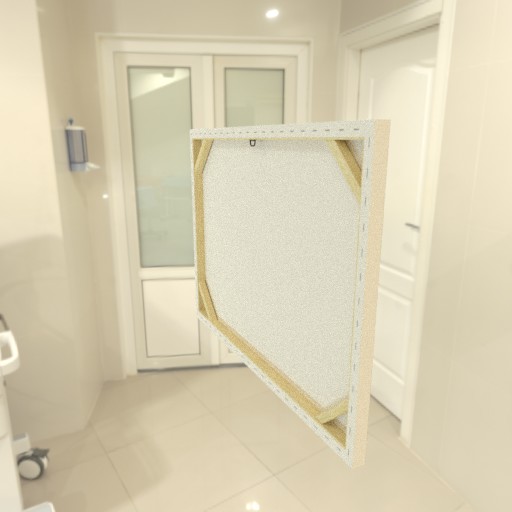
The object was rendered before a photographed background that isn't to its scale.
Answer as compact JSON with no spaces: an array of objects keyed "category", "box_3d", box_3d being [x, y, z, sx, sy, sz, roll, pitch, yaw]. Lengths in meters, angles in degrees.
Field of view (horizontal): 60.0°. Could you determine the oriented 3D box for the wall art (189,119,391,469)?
[{"category":"wall art","box_3d":[0.000,0.000,1.355,0.038,0.762,1.016,-8,17,-27]}]
